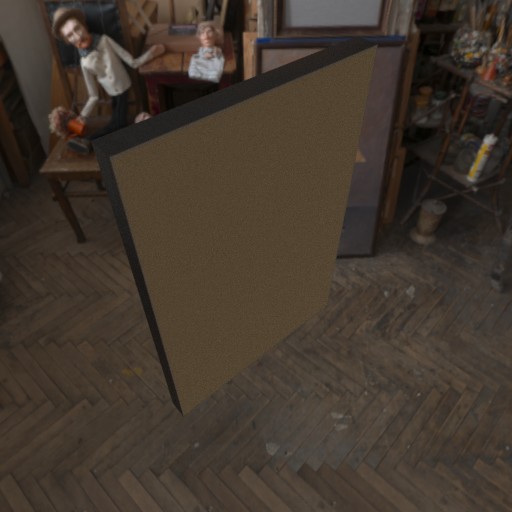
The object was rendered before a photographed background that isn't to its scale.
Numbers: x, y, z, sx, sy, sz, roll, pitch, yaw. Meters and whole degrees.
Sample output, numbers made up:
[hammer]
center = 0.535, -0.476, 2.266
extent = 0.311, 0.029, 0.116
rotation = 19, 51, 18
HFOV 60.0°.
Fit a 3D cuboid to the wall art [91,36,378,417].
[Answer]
[wall art]
center = 0.000, 0.000, 0.571
extent = 0.313, 0.457, 0.031
rotation = -32, 55, -27
